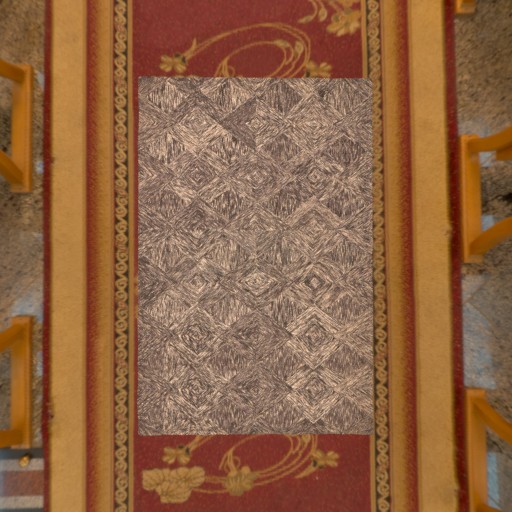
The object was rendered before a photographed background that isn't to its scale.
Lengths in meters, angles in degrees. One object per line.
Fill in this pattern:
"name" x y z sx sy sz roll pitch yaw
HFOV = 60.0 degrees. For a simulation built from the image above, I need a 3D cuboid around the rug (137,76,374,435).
"rug" 0.000 0.000 2.235 1.189 0.011 1.808 0 90 -1
